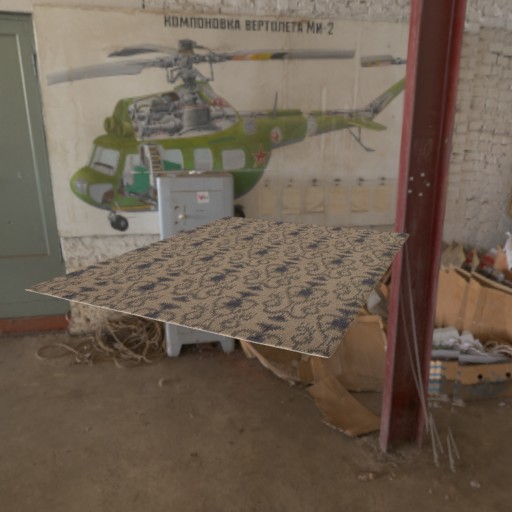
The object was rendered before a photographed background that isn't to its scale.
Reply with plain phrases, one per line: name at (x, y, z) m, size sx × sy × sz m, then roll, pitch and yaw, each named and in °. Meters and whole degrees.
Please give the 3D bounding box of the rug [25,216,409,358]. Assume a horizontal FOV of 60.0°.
rug at (0.000, 0.000, 4.292) m, size 2.437 × 0.015 × 3.205 m, roll 8°, pitch 18°, yaw 25°
